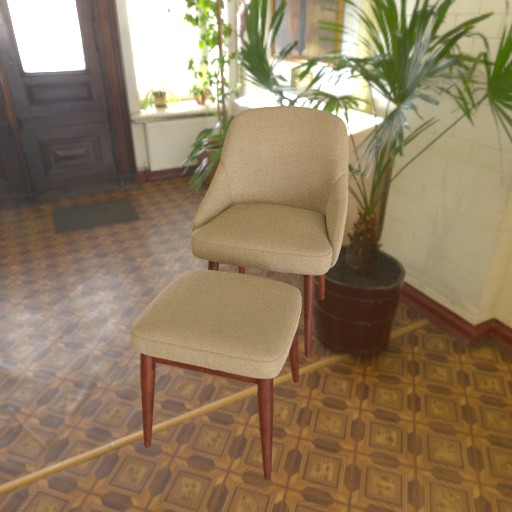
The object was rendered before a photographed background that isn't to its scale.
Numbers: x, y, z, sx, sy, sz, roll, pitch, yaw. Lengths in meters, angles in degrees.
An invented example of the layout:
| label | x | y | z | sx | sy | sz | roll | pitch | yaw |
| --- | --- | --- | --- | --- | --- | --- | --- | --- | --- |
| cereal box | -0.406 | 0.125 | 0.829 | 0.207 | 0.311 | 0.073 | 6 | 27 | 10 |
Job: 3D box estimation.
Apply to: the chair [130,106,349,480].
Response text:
| label | x | y | z | sx | sy | sz | roll | pitch | yaw |
| --- | --- | --- | --- | --- | --- | --- | --- | --- | --- |
| chair | 0.000 | 0.000 | 1.611 | 0.584 | 0.866 | 1.114 | 8 | 29 | 14 |
